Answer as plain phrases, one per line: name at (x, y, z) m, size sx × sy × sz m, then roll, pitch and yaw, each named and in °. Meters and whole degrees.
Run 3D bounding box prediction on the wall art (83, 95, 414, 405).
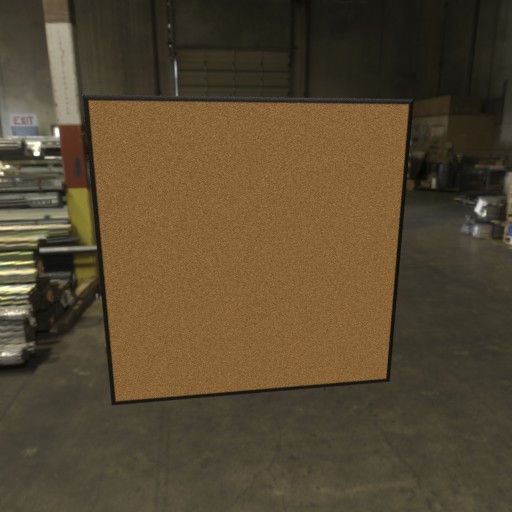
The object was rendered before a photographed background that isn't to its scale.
wall art at (0.000, 0.000, 1.137) m, size 0.769 × 0.766 × 0.042 m, roll -2°, pitch 15°, yaw -8°
